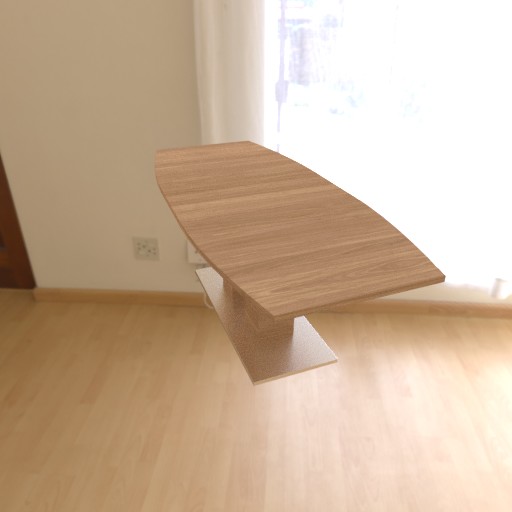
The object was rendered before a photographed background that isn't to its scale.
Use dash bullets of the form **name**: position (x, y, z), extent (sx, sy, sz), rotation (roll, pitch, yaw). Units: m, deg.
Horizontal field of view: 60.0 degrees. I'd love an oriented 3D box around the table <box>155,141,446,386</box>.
- **table**: position (0.000, 0.000, 2.484), extent (0.900, 0.750, 2.032), rotation (-11, 31, -18)
